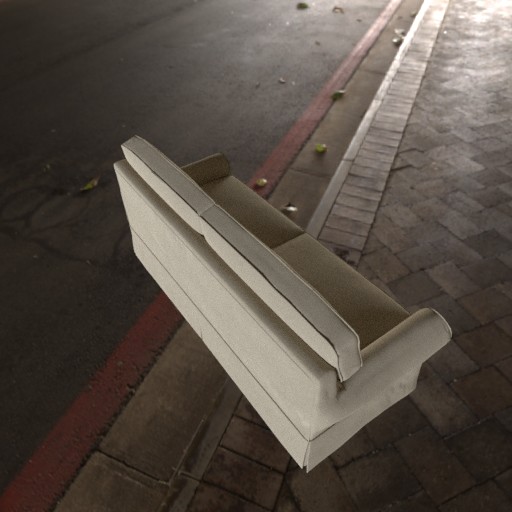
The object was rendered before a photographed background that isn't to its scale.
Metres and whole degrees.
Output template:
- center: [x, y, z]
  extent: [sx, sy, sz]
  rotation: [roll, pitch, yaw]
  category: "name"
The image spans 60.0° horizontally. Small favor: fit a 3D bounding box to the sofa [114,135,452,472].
- center: [0.000, 0.000, 2.772]
  extent: [0.900, 1.014, 2.246]
  rotation: [-25, 47, -26]
  category: "sofa"
